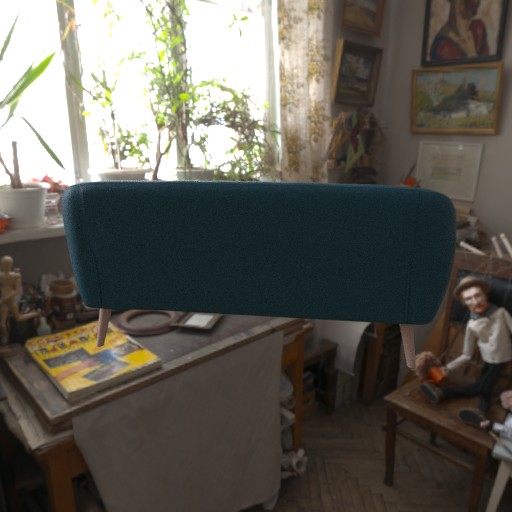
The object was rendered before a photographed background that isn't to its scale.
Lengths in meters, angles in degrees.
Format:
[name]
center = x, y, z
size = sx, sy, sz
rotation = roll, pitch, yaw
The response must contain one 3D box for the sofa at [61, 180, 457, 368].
[sofa]
center = 0.000, 0.000, 2.255
size = 1.840, 0.836, 0.820
rotation = 2, 16, 8
